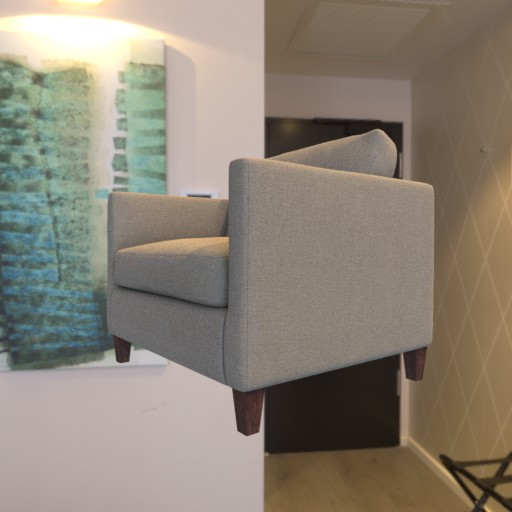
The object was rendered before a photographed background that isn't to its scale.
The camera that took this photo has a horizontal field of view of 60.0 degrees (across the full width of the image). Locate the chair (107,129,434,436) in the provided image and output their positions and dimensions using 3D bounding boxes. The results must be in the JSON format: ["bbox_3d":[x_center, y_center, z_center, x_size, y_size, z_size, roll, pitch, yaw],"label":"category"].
[{"bbox_3d":[0.000,0.000,1.866,0.959,0.963,1.107,-1,2,-38],"label":"chair"}]
